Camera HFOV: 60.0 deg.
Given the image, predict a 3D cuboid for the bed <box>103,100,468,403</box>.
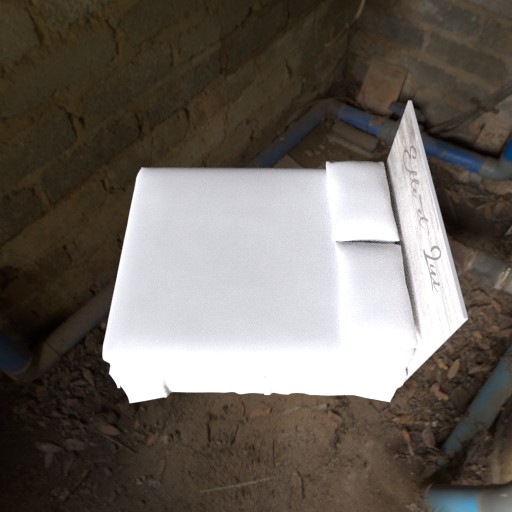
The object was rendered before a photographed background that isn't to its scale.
[{"bbox_3d":[0.000,0.000,3.143,2.094,1.335,1.745,1,58,0],"label":"bed"}]
